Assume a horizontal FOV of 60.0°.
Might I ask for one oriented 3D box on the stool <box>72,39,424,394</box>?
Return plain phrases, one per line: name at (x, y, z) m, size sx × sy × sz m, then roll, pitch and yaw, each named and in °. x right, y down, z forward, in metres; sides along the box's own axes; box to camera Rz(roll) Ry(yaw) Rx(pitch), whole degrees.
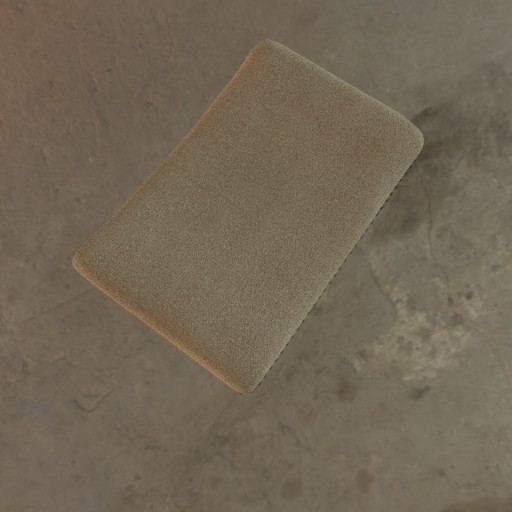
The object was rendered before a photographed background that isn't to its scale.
stool at (0.000, 0.000, 1.027) m, size 0.363 × 0.768 × 0.509 m, roll 35°, pitch 78°, yaw 8°
